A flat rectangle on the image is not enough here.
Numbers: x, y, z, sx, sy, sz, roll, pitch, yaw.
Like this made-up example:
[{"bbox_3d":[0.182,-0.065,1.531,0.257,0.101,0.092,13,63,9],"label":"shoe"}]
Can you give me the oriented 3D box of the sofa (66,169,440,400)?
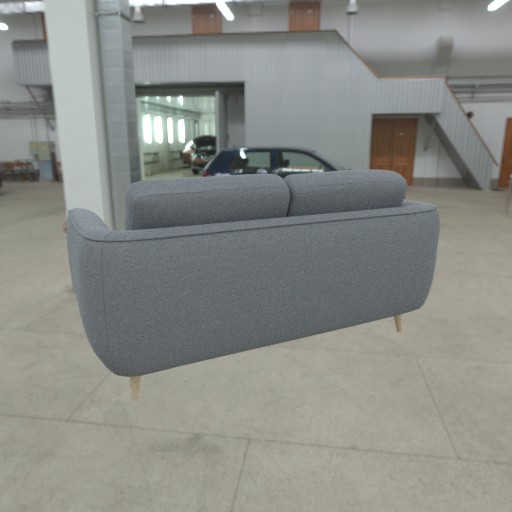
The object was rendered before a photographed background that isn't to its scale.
[{"bbox_3d":[0.000,0.000,2.205,1.700,0.850,0.920,-7,16,-26],"label":"sofa"}]
